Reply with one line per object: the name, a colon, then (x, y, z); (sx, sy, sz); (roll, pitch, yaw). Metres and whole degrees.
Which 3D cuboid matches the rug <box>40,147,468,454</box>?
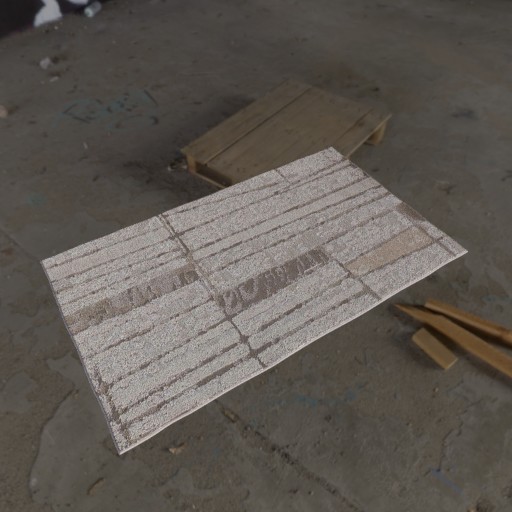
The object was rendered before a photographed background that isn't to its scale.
rug: (0.000, 0.000, 1.040); (0.867, 0.007, 0.515); (-25, 52, -21)
